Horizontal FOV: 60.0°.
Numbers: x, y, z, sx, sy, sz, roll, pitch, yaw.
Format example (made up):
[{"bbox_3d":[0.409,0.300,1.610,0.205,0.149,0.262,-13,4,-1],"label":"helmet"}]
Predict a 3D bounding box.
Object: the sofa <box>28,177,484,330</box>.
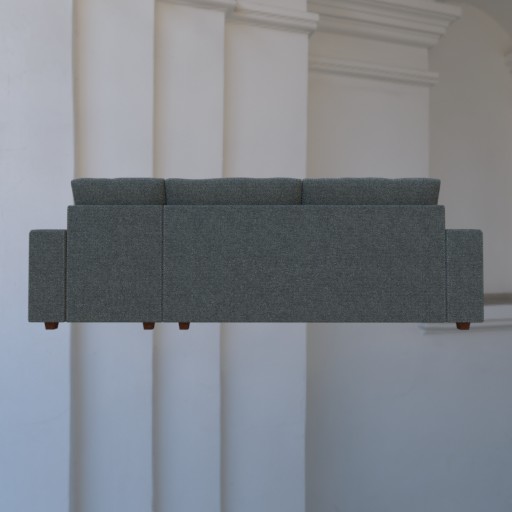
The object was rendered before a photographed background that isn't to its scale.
[{"bbox_3d":[0.000,0.000,3.482,2.718,0.940,1.689,0,-1,0],"label":"sofa"}]
